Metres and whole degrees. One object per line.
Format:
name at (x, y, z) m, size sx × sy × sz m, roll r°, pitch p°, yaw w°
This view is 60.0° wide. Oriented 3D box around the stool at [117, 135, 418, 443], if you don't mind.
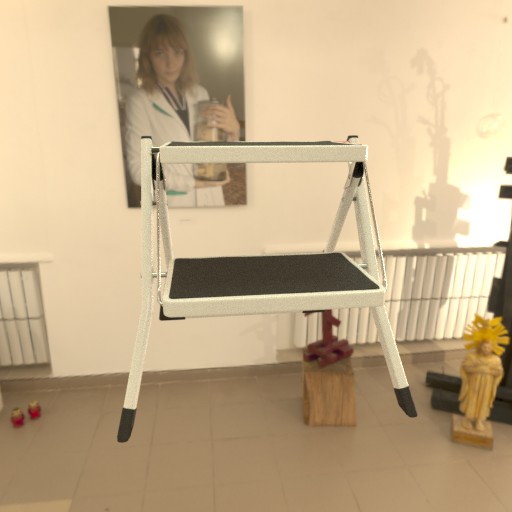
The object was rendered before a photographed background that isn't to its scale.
stool at (0.000, 0.000, 0.851) m, size 0.485 × 0.445 × 0.490 m, roll -2°, pitch 16°, yaw -7°
